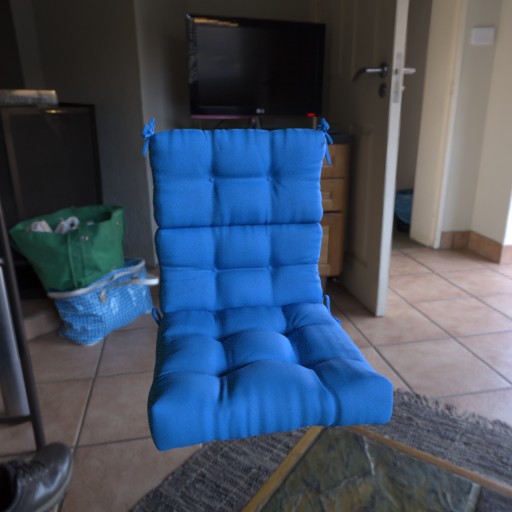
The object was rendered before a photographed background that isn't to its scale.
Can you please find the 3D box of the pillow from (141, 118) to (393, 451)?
[{"bbox_3d":[0.000,0.000,1.022,0.519,0.605,0.571,-3,18,-9],"label":"pillow"}]
